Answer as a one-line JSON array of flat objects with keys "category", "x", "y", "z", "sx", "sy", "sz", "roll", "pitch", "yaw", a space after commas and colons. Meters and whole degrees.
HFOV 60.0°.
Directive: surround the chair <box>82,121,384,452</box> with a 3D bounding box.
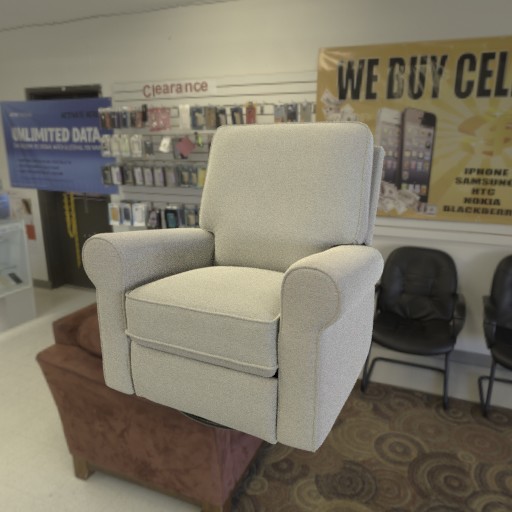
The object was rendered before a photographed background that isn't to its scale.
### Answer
[{"category": "chair", "x": 0.000, "y": 0.000, "z": 1.635, "sx": 0.890, "sy": 0.960, "sz": 0.878, "roll": 7, "pitch": 17, "yaw": 25}]
